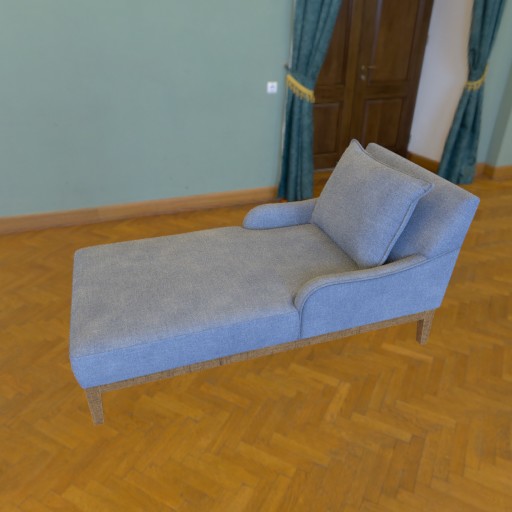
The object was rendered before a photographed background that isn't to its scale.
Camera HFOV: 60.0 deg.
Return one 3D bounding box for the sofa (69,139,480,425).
[{"bbox_3d":[0.000,0.000,2.239,1.779,0.883,0.904,-9,32,-15],"label":"sofa"}]
